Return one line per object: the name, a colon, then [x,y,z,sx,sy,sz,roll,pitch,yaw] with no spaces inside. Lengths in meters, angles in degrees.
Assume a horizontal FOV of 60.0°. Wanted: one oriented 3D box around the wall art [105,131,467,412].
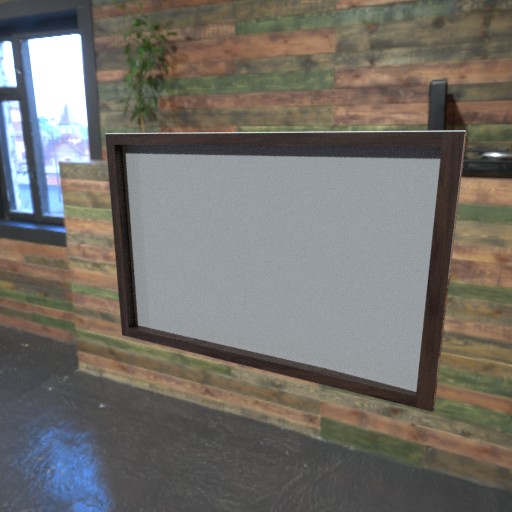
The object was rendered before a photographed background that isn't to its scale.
wall art: [0.000,0.000,1.136,0.914,0.610,0.050,7,16,25]
